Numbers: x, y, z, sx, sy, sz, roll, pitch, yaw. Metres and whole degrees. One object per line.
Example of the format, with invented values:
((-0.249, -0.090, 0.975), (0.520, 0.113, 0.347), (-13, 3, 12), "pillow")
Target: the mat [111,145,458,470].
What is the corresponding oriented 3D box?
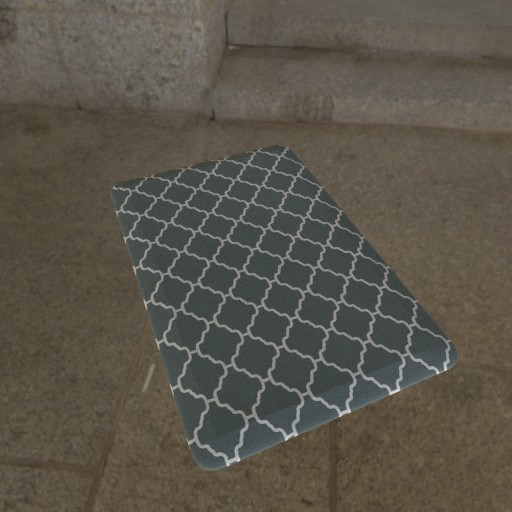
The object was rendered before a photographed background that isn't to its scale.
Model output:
((0.000, 0.000, 0.968), (0.508, 0.021, 0.762), (-17, 50, -15), "mat")
